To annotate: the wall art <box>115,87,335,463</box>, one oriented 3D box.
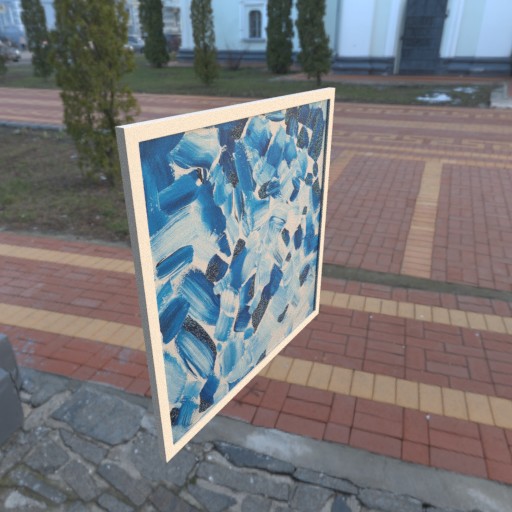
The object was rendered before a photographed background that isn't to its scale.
[{"bbox_3d":[0.000,0.000,0.691,0.012,0.457,0.457,17,31,31],"label":"wall art"}]
